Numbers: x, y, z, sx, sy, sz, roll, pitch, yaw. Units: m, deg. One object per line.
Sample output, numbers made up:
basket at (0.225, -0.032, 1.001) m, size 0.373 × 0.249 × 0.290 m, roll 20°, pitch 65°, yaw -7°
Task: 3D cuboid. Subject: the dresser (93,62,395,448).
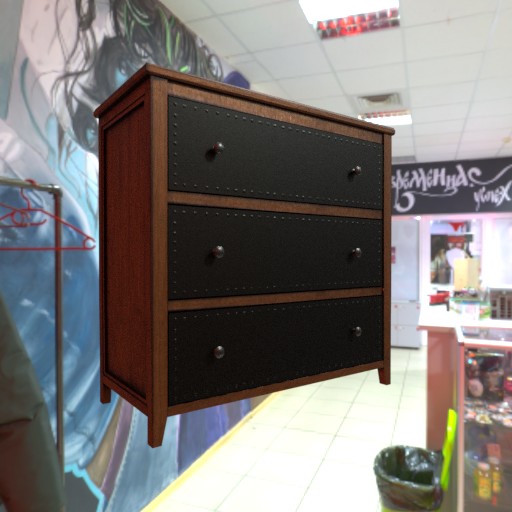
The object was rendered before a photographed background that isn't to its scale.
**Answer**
dresser at (0.000, 0.000, 1.981) m, size 1.250 × 1.224 × 0.591 m, roll 0°, pitch 0°, yaw -36°
